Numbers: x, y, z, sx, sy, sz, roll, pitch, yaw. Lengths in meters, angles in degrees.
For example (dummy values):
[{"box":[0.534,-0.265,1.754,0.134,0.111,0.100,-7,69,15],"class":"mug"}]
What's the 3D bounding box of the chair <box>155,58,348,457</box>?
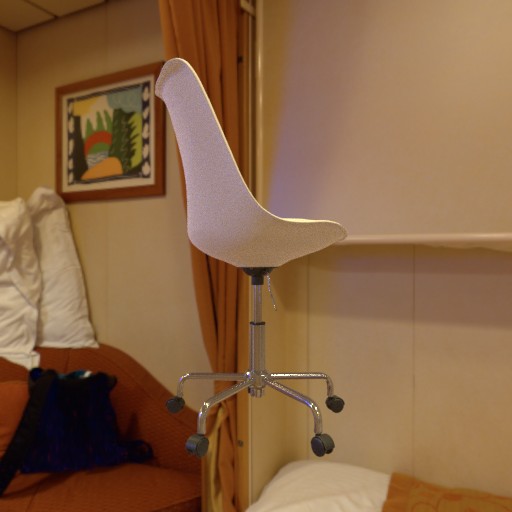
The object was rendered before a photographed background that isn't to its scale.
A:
[{"box":[0.000,0.000,1.244,0.550,0.930,0.550,0,0,-19],"class":"chair"}]
